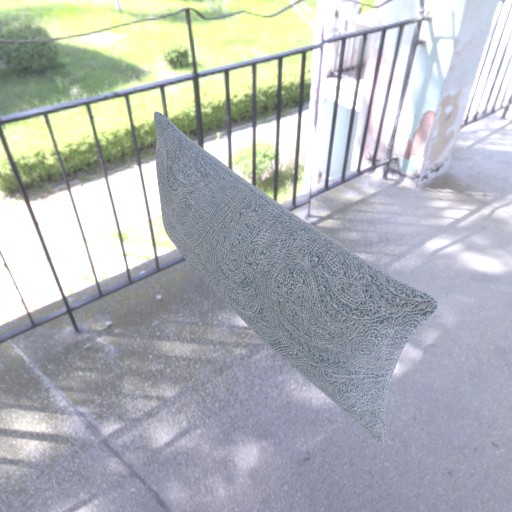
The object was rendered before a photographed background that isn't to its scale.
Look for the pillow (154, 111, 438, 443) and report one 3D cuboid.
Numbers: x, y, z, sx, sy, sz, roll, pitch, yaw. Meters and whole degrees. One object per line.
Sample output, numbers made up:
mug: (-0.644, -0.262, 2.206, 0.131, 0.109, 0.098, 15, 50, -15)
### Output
pillow: (0.000, 0.000, 0.734, 0.151, 0.295, 0.615, -27, 47, -28)
